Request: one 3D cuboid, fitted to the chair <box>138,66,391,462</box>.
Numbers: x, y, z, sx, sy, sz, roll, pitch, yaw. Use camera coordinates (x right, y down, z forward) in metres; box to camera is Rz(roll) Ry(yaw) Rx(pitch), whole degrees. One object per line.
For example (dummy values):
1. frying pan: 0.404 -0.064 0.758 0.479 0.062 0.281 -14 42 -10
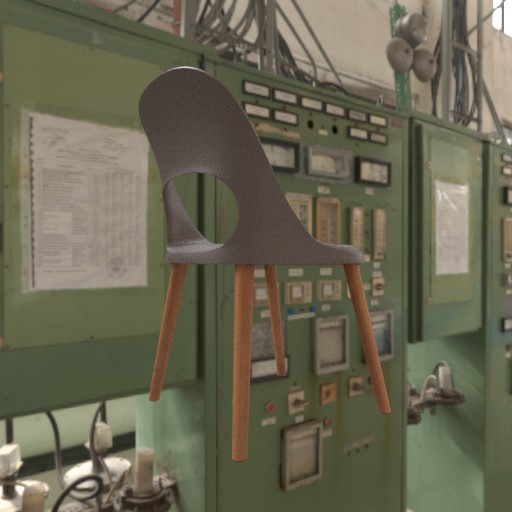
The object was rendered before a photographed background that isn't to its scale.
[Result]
1. chair: 0.000 0.000 1.150 0.556 0.794 0.470 0 0 -35
